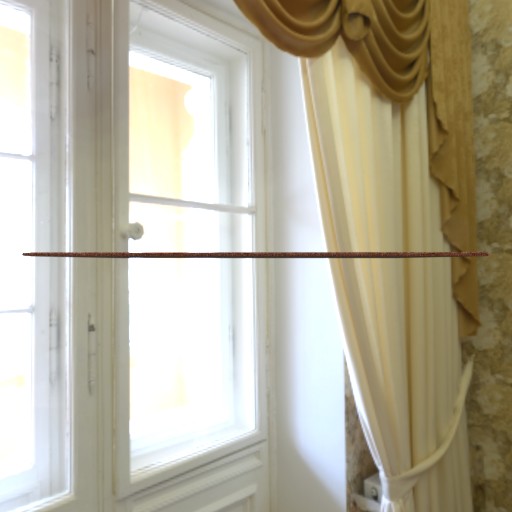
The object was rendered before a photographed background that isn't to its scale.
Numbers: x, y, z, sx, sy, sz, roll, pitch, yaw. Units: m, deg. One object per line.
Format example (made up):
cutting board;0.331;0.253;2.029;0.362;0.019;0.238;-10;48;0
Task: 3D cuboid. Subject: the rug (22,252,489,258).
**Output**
rug;0.000;0.000;2.338;1.829;0.016;1.219;0;-1;1
